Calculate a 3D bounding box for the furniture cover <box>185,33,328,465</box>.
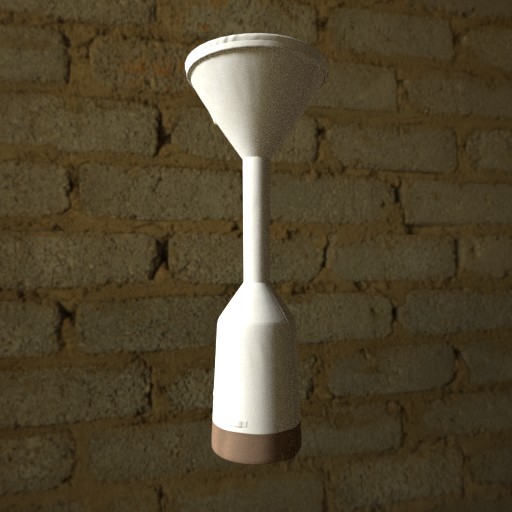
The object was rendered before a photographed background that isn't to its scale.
[{"bbox_3d":[0.000,0.000,2.847,0.914,2.413,0.914,0,-1,37],"label":"furniture cover"}]
